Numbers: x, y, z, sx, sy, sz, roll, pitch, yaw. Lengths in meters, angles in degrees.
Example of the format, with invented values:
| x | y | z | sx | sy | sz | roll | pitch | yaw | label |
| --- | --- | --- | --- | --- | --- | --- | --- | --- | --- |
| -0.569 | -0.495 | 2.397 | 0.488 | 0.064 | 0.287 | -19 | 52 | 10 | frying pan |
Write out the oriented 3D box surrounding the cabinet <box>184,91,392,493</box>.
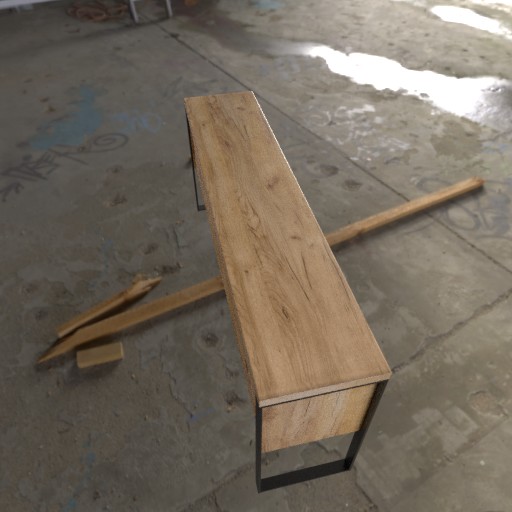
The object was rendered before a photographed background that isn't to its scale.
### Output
| x | y | z | sx | sy | sz | roll | pitch | yaw | label |
| --- | --- | --- | --- | --- | --- | --- | --- | --- | --- |
| 0.000 | 0.000 | 2.099 | 0.395 | 0.762 | 1.800 | -9 | 46 | -9 | cabinet |
